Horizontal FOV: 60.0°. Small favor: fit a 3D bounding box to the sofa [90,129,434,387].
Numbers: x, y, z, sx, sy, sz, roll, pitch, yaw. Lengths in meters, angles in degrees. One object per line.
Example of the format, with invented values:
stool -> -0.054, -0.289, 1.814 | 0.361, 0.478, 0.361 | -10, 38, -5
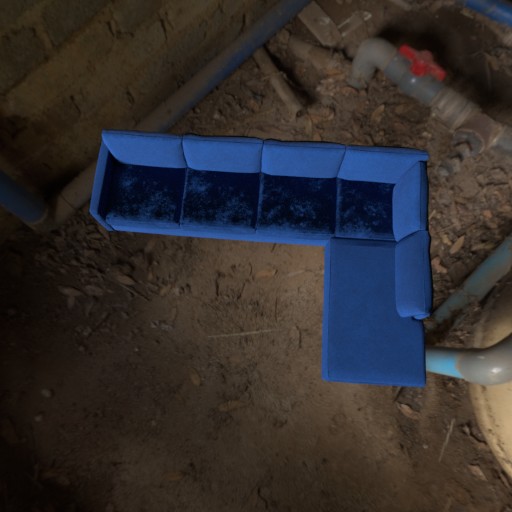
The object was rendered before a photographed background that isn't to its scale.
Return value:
sofa -> 0.000, 0.000, 3.273 | 2.486, 0.687, 1.707 | 4, 76, 1
